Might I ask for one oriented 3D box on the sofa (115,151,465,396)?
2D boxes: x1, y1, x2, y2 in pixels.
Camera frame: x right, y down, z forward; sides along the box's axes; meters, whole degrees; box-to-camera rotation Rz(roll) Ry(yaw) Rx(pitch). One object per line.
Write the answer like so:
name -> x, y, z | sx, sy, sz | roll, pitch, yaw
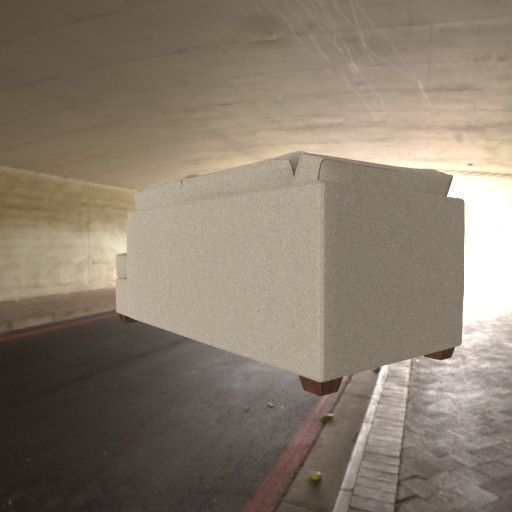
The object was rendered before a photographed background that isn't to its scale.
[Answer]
sofa -> 0.000, 0.000, 2.860 | 1.110, 1.033, 2.237 | -1, 2, -37
